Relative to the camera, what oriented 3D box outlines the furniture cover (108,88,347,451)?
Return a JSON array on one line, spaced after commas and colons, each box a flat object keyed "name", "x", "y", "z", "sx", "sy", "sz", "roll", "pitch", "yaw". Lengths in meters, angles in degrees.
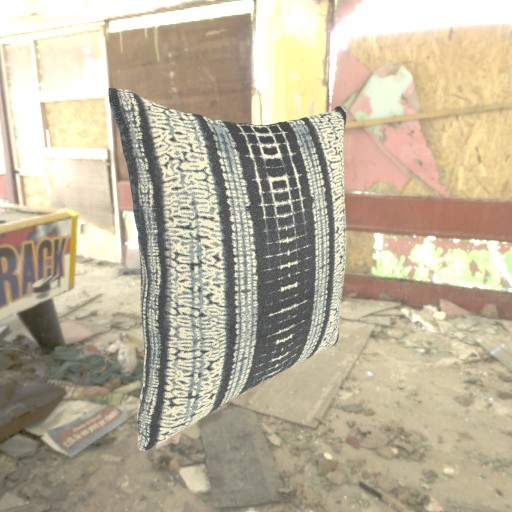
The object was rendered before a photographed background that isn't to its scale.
[{"name": "furniture cover", "x": 0.000, "y": 0.000, "z": 0.649, "sx": 0.133, "sy": 0.435, "sz": 0.425, "roll": 14, "pitch": 21, "yaw": 43}]
